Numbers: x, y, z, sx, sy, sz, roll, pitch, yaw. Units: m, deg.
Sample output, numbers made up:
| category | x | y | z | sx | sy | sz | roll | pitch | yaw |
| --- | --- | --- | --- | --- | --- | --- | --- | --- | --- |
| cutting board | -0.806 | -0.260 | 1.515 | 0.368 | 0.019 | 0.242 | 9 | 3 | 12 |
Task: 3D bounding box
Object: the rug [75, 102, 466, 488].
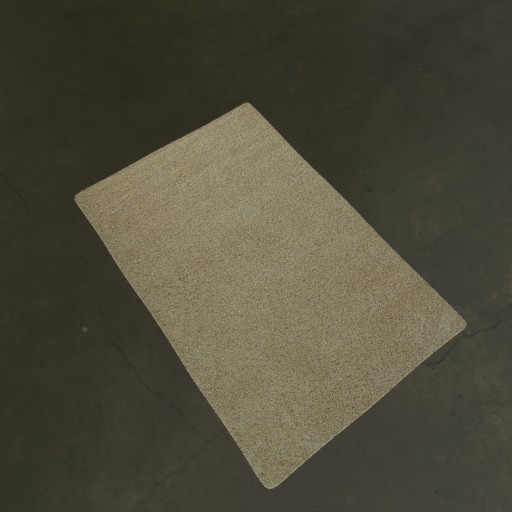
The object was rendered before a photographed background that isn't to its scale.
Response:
| category | x | y | z | sx | sy | sz | roll | pitch | yaw |
| --- | --- | --- | --- | --- | --- | --- | --- | --- | --- |
| rug | 0.000 | 0.000 | 3.433 | 1.801 | 0.024 | 2.700 | -33 | 68 | -16 |
